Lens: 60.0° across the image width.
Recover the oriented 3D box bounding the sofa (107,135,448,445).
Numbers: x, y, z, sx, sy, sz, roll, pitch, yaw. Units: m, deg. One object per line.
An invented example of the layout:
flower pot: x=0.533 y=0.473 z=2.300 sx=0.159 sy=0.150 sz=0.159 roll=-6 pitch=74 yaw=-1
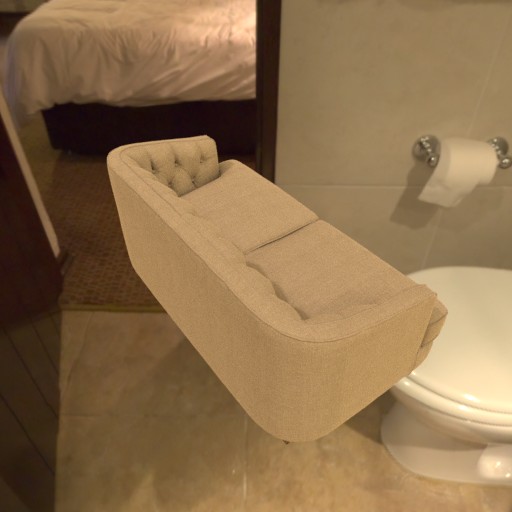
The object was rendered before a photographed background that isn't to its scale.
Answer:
sofa: x=0.000 y=0.000 z=2.312 sx=0.941 sy=0.855 sz=1.733 roll=-26 pitch=47 yaw=-27
